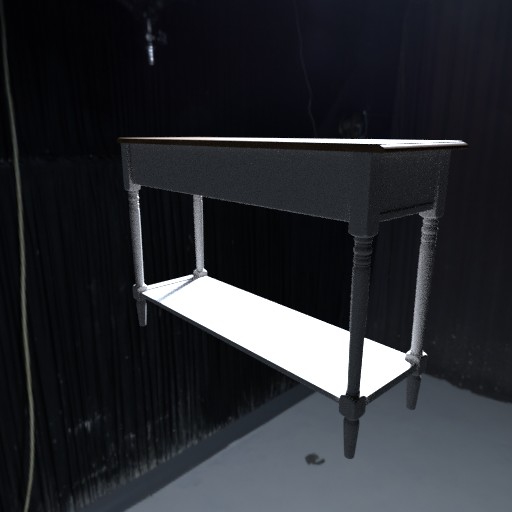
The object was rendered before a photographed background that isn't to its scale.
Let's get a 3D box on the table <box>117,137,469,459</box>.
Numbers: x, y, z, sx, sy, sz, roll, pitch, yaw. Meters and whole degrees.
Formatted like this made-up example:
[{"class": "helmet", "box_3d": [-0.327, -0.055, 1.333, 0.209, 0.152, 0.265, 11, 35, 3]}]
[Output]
[{"class": "table", "box_3d": [0.000, 0.000, 1.571, 0.399, 0.800, 1.219, -14, 21, -40]}]
